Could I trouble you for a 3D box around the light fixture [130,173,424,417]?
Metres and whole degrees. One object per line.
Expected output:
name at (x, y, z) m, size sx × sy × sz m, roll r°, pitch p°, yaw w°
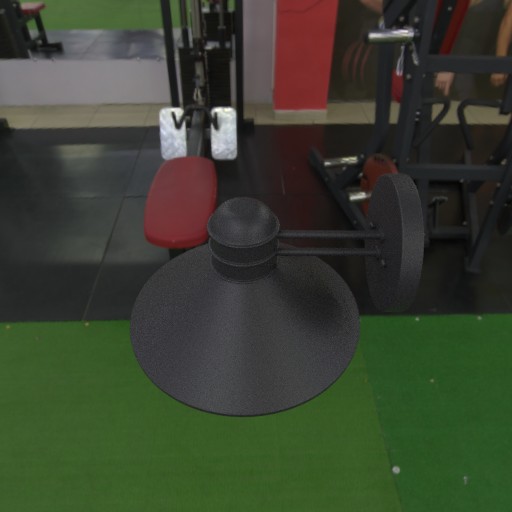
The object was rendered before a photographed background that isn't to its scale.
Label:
light fixture at (0.000, 0.000, 0.693) m, size 0.434 × 0.265 × 0.396 m, roll 1°, pitch 41°, yaw 1°
